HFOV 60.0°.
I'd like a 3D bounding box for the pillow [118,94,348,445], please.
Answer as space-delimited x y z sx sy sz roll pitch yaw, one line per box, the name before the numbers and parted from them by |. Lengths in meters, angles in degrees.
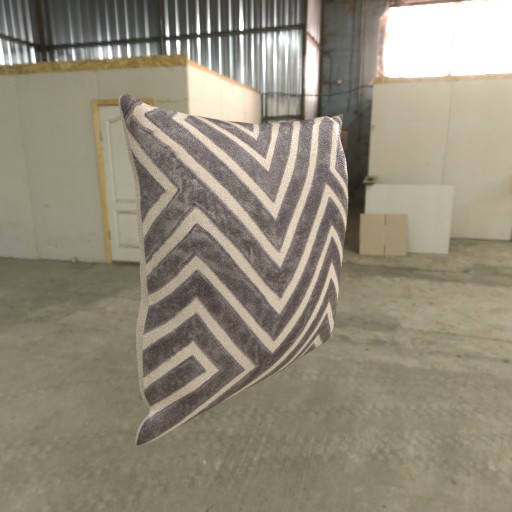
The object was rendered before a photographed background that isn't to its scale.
pillow | 0.000 0.000 0.675 0.182 0.441 0.440 14 21 42
